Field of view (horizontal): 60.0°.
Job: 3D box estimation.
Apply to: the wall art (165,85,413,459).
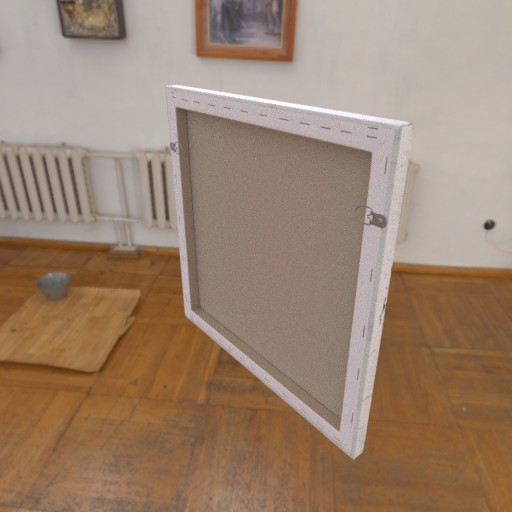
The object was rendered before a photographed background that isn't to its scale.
[{"bbox_3d":[0.000,0.000,1.134,0.038,0.762,0.762,-20,33,-34],"label":"wall art"}]
